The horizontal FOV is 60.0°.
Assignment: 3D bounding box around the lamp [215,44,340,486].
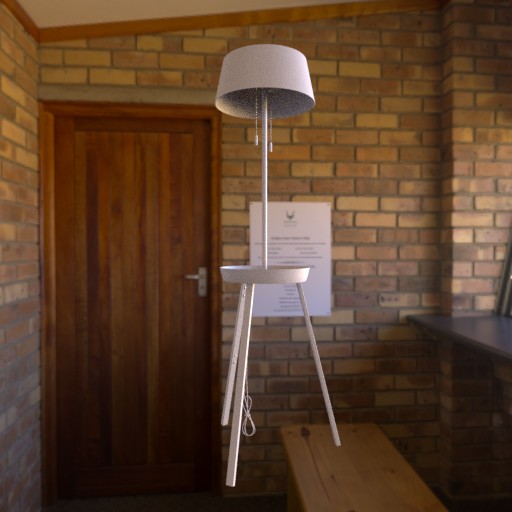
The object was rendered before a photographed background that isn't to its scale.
[{"bbox_3d":[0.000,0.000,1.671,0.508,1.429,0.468,-1,1,-37],"label":"lamp"}]
